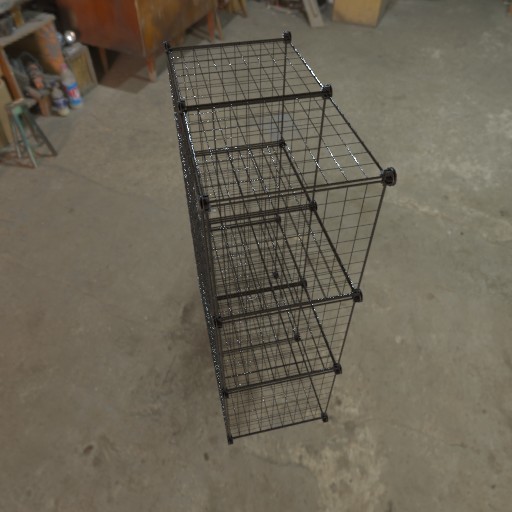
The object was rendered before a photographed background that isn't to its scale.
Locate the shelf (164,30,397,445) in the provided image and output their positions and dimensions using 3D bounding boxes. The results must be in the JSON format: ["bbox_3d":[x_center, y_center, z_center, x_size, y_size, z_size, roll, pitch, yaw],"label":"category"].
[{"bbox_3d":[0.000,0.000,1.384,0.356,1.067,0.711,-10,47,-9],"label":"shelf"}]
